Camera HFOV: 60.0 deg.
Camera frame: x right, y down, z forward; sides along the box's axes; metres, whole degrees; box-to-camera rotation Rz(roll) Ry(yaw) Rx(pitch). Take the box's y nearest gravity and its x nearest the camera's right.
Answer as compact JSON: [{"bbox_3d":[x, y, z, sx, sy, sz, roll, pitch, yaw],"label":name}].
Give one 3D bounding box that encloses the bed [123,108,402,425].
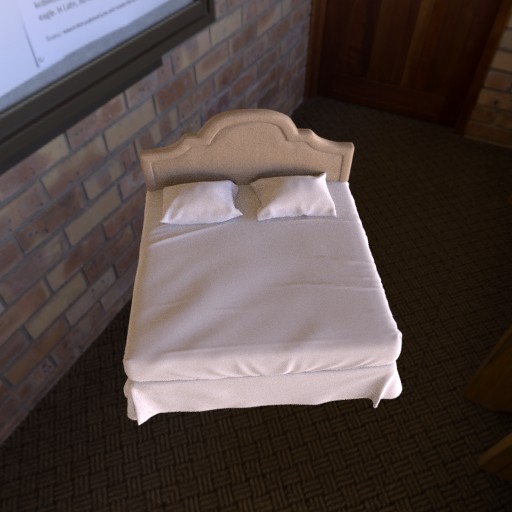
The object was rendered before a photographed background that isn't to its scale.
[{"bbox_3d":[0.000,0.000,3.740,2.303,1.631,2.222,-3,48,-3],"label":"bed"}]
